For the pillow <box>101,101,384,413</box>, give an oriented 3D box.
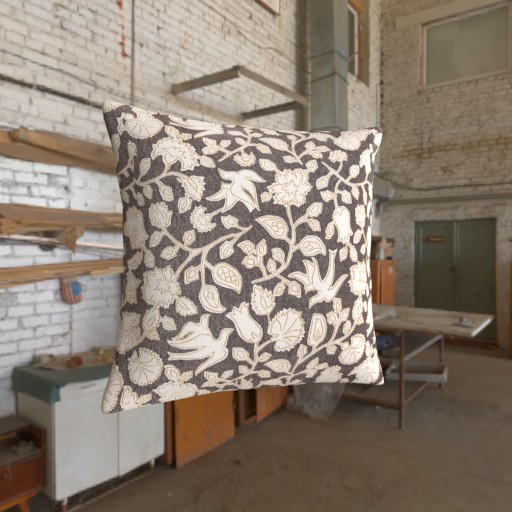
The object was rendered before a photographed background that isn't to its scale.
[{"bbox_3d":[0.000,0.000,0.795,0.526,0.507,0.166,0,1,-18],"label":"pillow"}]
